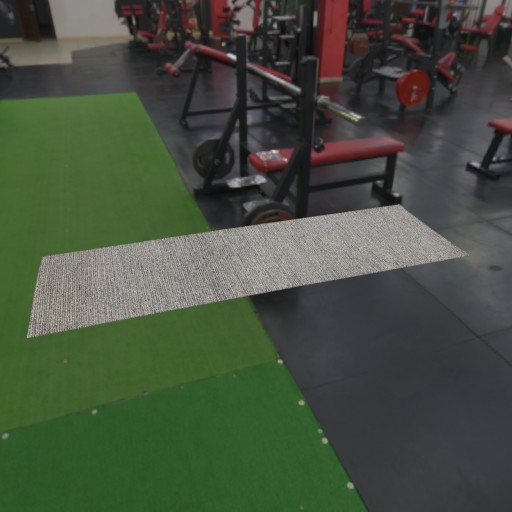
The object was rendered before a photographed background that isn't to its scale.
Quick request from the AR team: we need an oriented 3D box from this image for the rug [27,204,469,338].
[{"bbox_3d":[0.000,0.000,2.519,2.335,0.013,0.697,-9,34,-14],"label":"rug"}]
